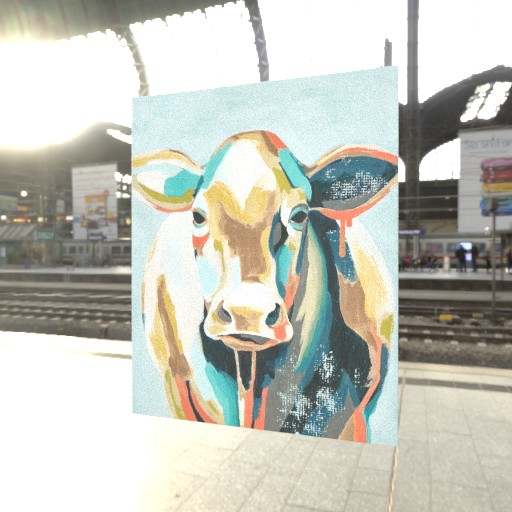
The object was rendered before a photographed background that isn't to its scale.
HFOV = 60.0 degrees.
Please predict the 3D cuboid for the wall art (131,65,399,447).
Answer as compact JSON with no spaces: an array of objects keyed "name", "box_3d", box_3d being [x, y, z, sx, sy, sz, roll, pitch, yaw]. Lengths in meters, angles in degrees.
[{"name":"wall art","box_3d":[0.000,0.000,0.669,0.409,0.509,0.037,0,0,18]}]
